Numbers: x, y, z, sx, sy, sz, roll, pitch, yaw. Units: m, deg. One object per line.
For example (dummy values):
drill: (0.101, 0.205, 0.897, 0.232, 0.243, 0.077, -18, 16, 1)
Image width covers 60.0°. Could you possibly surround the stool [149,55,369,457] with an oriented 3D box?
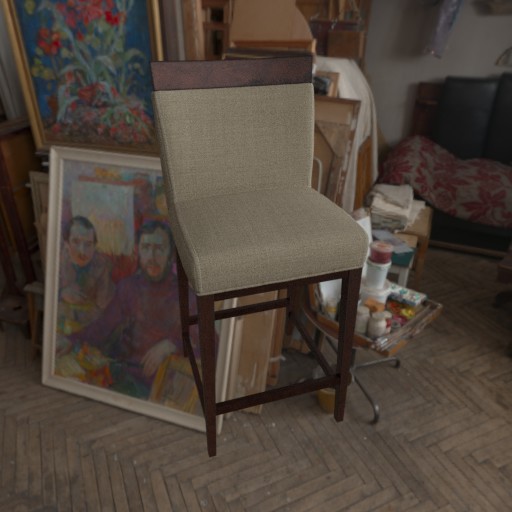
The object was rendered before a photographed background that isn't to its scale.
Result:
stool: (0.000, 0.000, 1.278, 0.463, 1.011, 0.480, -9, 31, -15)
